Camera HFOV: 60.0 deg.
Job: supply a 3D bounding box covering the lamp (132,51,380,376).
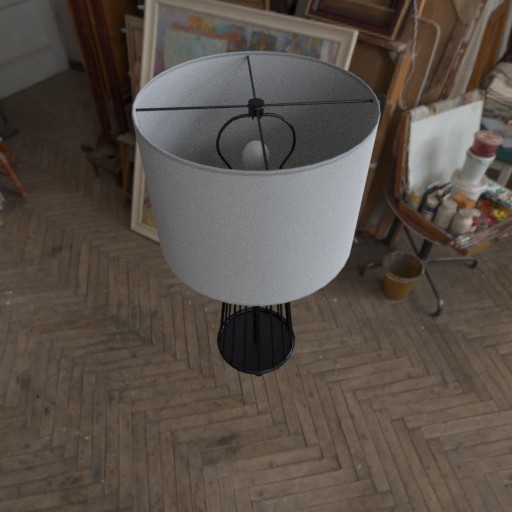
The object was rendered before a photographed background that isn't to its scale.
[{"bbox_3d":[0.000,0.000,0.797,0.322,0.593,0.322,-3,46,-3],"label":"lamp"}]
